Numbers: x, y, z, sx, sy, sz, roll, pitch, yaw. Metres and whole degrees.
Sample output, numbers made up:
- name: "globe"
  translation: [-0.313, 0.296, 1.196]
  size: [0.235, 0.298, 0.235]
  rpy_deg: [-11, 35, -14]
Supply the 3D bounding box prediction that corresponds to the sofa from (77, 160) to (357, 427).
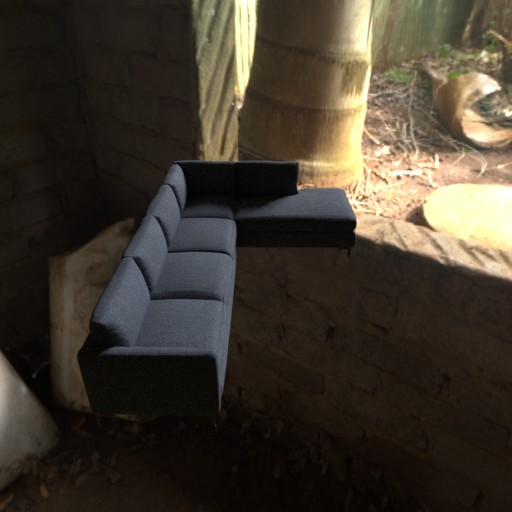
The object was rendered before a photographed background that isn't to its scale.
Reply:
- name: "sofa"
  translation: [0.000, 0.000, 3.825]
  size: [2.007, 0.815, 2.949]
  rpy_deg: [0, 31, 1]
